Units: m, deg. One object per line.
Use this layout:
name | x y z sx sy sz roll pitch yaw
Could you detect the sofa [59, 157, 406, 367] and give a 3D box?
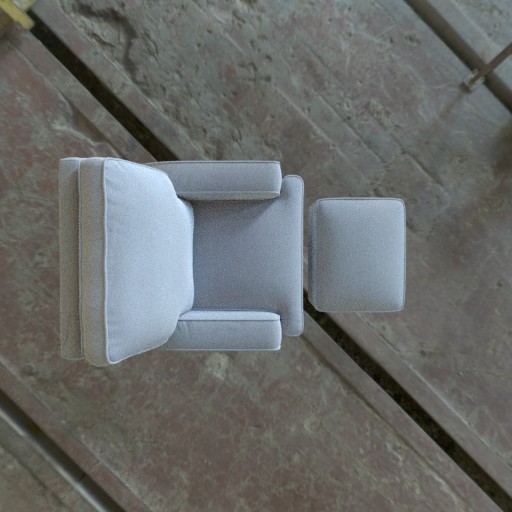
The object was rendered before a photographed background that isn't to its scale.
sofa | 0.000 0.000 2.013 1.472 0.959 0.861 0 91 -1
